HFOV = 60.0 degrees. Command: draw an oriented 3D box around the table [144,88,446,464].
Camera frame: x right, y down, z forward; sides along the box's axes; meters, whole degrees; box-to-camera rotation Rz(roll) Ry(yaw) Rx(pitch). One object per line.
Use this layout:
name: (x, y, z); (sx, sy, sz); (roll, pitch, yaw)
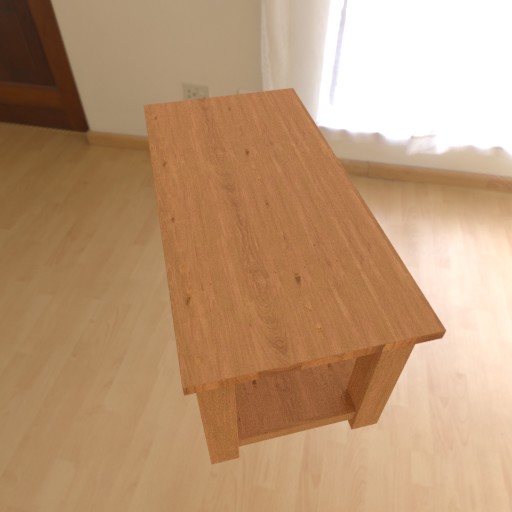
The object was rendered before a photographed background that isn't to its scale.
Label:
table: (0.000, 0.000, 1.180); (0.450, 0.452, 0.899); (-10, 48, -9)
